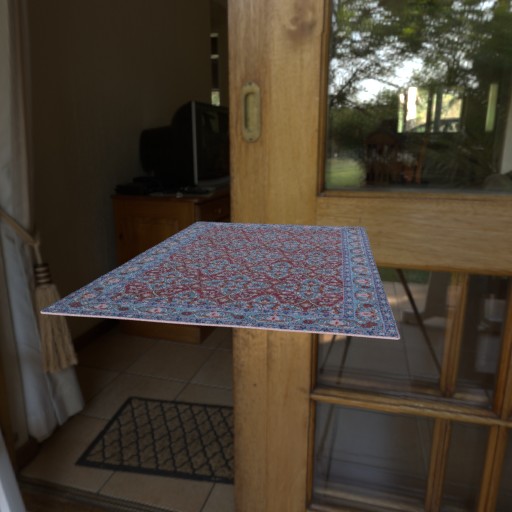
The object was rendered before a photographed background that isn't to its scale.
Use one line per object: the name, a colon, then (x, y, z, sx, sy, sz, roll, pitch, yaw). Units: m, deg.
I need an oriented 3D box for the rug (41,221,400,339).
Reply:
rug: (0.000, 0.000, 2.319, 1.219, 0.009, 1.829, 3, 15, 10)
